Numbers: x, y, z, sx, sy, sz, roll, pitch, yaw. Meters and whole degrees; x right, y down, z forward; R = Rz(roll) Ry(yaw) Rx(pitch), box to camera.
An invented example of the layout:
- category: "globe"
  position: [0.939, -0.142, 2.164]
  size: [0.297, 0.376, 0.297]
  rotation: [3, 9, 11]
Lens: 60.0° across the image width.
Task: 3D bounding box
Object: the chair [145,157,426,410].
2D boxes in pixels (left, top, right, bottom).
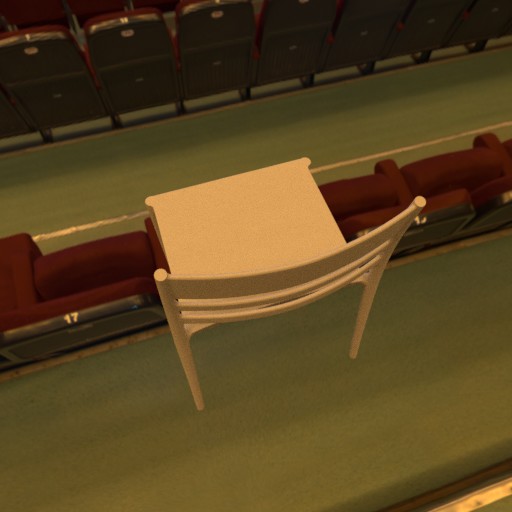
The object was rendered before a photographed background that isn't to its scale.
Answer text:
- category: "chair"
  position: [0.000, 0.000, 1.162]
  size: [0.531, 0.800, 0.511]
  rotation: [-16, 61, -9]
